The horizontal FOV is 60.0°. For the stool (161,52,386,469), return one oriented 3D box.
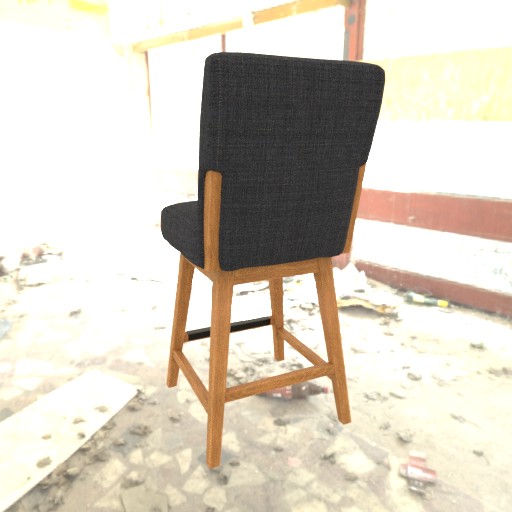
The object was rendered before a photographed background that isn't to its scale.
[{"bbox_3d":[0.000,0.000,1.295,0.459,1.010,0.526,-7,17,-24],"label":"stool"}]
